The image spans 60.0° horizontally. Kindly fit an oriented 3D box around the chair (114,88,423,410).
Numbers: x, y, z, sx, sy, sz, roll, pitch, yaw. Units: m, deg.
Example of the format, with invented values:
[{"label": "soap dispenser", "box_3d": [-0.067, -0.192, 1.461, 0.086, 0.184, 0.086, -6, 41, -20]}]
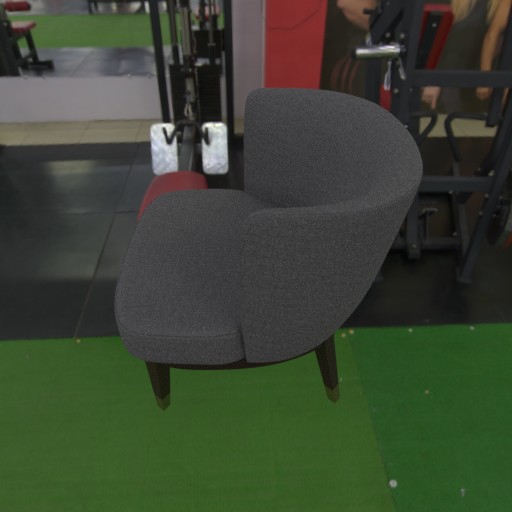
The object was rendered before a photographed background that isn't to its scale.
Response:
[{"label": "chair", "box_3d": [0.000, 0.000, 1.206, 0.698, 0.695, 0.639, 0, 40, 0]}]
